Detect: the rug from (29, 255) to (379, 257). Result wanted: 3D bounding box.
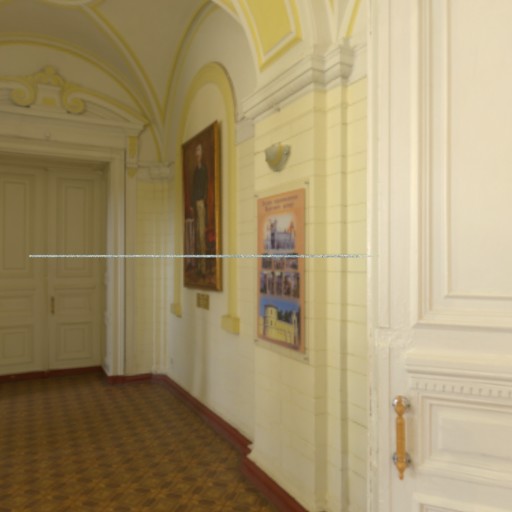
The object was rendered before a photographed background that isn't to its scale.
[{"bbox_3d":[0.000,0.000,2.238,1.142,0.006,1.752,0,0,17],"label":"rug"}]
